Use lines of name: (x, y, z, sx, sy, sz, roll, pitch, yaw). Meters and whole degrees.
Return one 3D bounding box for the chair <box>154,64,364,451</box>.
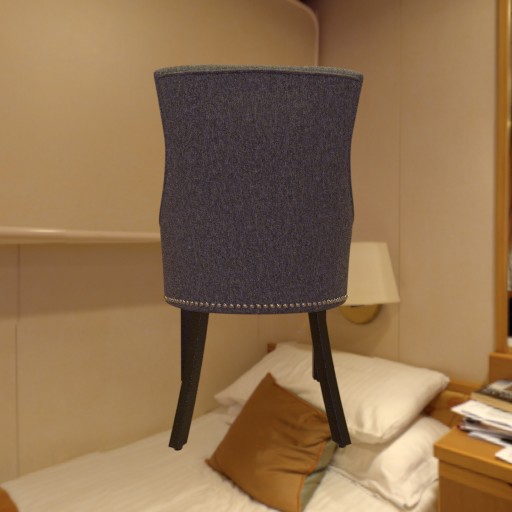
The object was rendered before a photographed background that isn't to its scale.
chair: (0.000, 0.000, 1.316, 0.566, 0.909, 0.629, 0, 1, -2)
